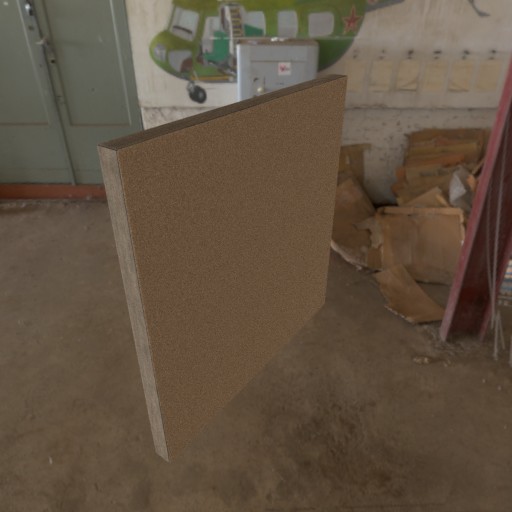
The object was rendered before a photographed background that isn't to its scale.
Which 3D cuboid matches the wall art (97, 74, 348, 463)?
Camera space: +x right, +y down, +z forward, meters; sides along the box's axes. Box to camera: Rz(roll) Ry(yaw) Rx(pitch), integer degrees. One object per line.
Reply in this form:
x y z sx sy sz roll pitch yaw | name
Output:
0.000 0.000 1.109 0.050 0.751 0.749 21 37 30 | wall art
